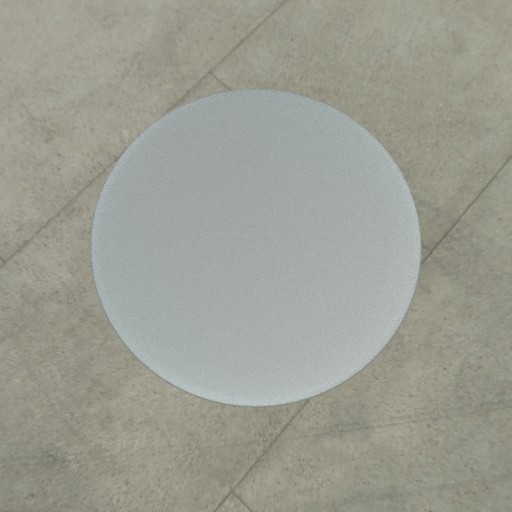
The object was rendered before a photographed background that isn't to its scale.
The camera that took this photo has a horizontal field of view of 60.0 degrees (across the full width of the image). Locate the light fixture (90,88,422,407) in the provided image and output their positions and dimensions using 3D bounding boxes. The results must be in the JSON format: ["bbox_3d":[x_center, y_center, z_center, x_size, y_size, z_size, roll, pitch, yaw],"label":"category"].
[{"bbox_3d":[0.000,0.000,0.635,0.393,0.229,0.393,0,76,0],"label":"light fixture"}]
